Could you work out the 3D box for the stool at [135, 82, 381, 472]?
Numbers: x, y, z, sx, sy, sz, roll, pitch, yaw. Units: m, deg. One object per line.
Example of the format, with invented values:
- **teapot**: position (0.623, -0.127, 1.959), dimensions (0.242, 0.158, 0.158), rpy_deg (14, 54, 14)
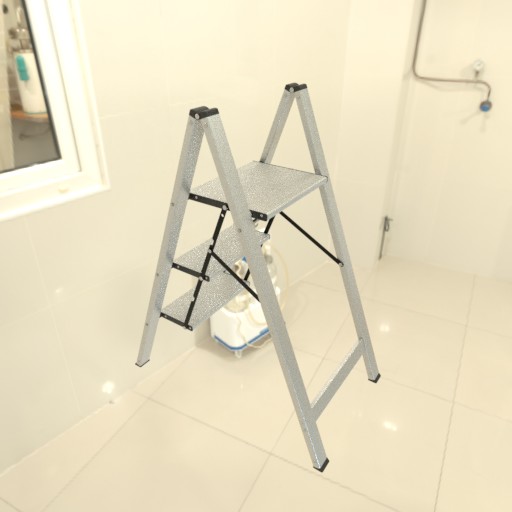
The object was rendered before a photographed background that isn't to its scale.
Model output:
- **stool**: position (0.000, 0.000, 1.301), dimensions (0.730, 0.902, 0.441), rpy_deg (19, 35, 29)
